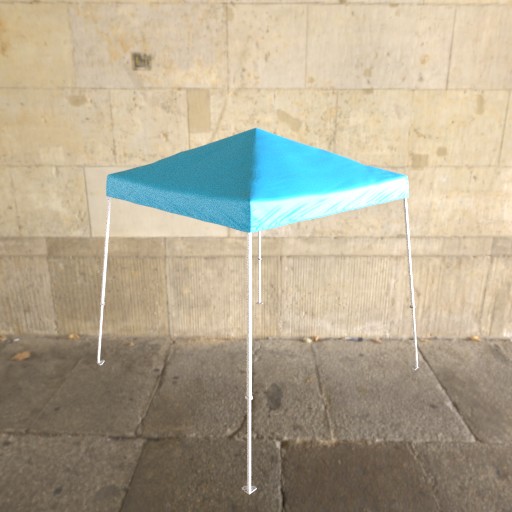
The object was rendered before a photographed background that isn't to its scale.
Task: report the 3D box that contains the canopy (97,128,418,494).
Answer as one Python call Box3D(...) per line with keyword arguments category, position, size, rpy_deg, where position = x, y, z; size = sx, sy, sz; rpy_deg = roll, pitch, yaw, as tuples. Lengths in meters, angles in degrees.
Box3D(category="canopy", position=(0.000, 0.000, 5.129), size=(2.849, 2.849, 2.848), rpy_deg=(-15, 23, -41))
